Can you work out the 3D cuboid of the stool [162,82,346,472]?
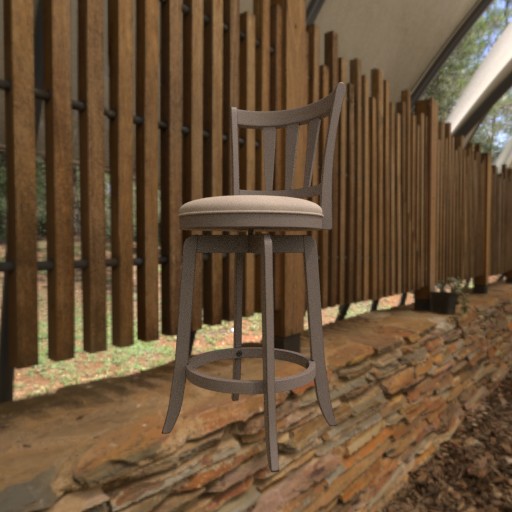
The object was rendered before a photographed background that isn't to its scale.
[{"bbox_3d":[0.000,0.000,1.322,0.436,1.023,0.475,1,2,35],"label":"stool"}]
